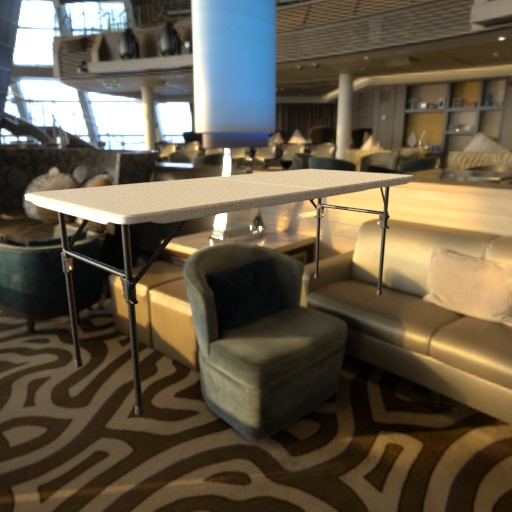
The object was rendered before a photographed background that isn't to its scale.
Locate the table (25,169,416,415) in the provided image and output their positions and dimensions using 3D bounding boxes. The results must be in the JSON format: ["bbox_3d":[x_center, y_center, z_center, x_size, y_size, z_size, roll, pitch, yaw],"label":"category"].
[{"bbox_3d":[0.000,0.000,2.187,0.761,0.719,1.829,14,21,42],"label":"table"}]
